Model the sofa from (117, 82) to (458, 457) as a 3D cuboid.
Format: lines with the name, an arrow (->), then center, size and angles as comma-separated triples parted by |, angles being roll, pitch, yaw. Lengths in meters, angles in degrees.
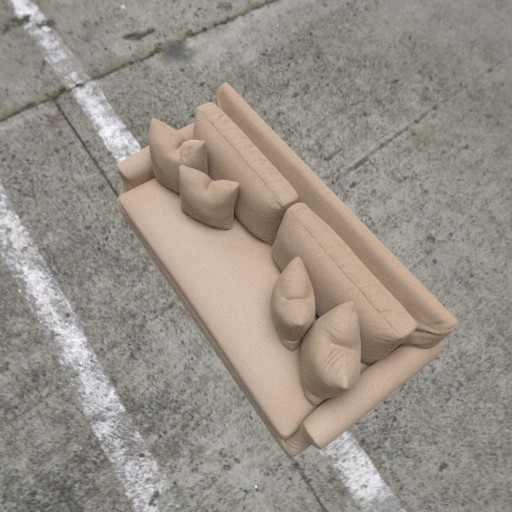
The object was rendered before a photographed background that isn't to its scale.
sofa -> 0.000, 0.000, 2.865 | 1.067, 0.904, 2.285 | -32, 67, -16
